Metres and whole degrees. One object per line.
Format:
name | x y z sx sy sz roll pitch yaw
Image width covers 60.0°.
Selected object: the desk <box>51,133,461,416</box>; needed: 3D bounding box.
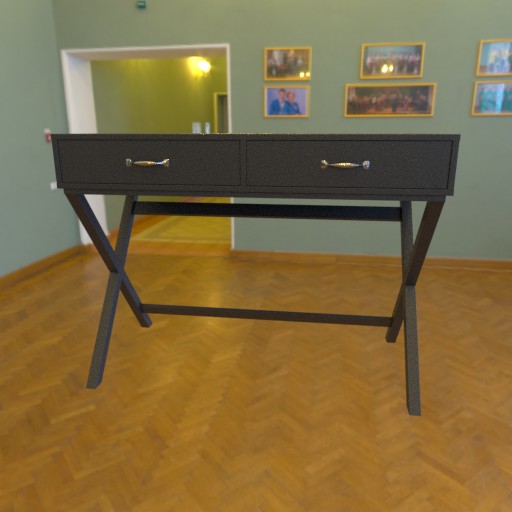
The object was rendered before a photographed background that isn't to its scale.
desk | 0.000 0.000 1.466 1.057 0.780 0.525 2 16 8
